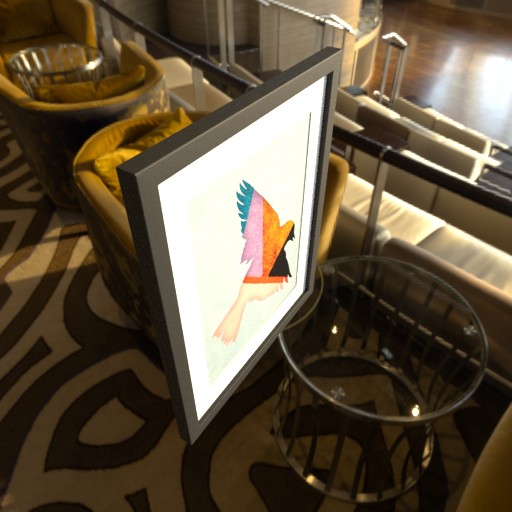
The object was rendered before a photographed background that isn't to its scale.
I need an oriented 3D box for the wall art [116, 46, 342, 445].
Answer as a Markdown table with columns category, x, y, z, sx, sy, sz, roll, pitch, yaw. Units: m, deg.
| category | x | y | z | sx | sy | sz | roll | pitch | yaw |
| --- | --- | --- | --- | --- | --- | --- | --- | --- | --- |
| wall art | 0.000 | 0.000 | 0.754 | 0.028 | 0.558 | 0.457 | 24 | 47 | 25 |
